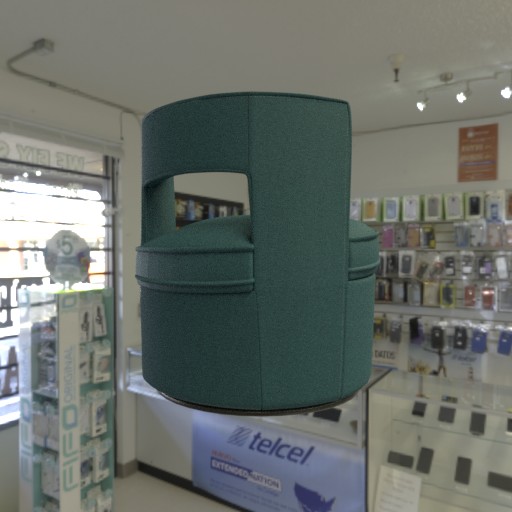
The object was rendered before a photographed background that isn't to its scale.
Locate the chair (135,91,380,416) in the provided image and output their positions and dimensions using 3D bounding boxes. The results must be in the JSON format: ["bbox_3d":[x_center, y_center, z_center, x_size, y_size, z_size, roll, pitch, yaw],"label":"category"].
[{"bbox_3d":[0.000,0.000,1.258,0.684,0.711,0.660,0,1,35],"label":"chair"}]
